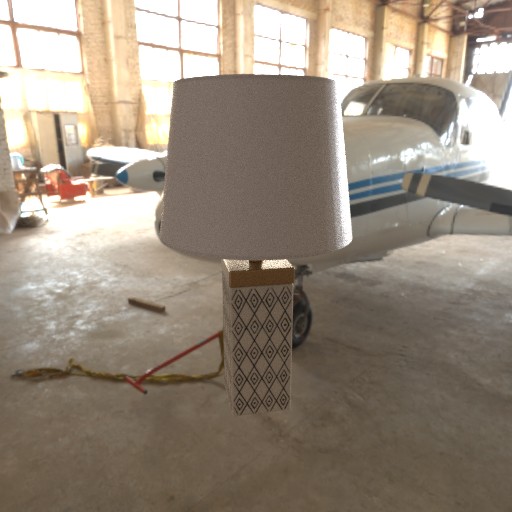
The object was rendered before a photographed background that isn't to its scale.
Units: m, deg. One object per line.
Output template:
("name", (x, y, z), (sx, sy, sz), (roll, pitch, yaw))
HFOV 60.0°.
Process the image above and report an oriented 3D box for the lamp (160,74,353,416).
("lamp", (0.000, 0.000, 0.598), (0.251, 0.435, 0.251), (0, 16, 0))
